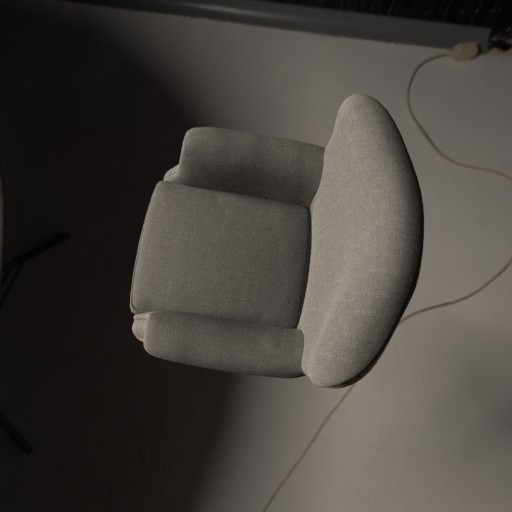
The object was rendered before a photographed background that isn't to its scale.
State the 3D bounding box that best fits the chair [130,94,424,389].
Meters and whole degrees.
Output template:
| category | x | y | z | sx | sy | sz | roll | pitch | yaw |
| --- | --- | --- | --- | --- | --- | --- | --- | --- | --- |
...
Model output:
| category | x | y | z | sx | sy | sz | roll | pitch | yaw |
| --- | --- | --- | --- | --- | --- | --- | --- | --- | --- |
| chair | 0.000 | 0.000 | 1.636 | 0.921 | 0.936 | 0.861 | 8 | 75 | 2 |
